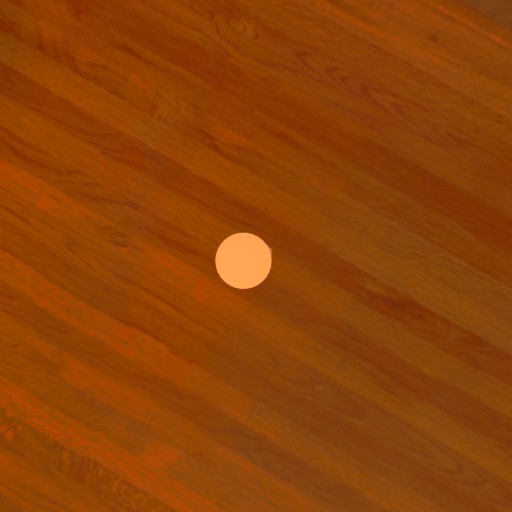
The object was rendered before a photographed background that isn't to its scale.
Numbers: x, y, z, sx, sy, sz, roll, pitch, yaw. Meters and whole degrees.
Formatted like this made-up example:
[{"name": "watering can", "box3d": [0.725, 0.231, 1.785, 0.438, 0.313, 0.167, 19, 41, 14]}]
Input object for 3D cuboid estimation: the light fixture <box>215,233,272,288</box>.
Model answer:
[{"name": "light fixture", "box3d": [0.000, 0.000, 1.786, 0.129, 1.669, 0.129, 0, 91, 2]}]
